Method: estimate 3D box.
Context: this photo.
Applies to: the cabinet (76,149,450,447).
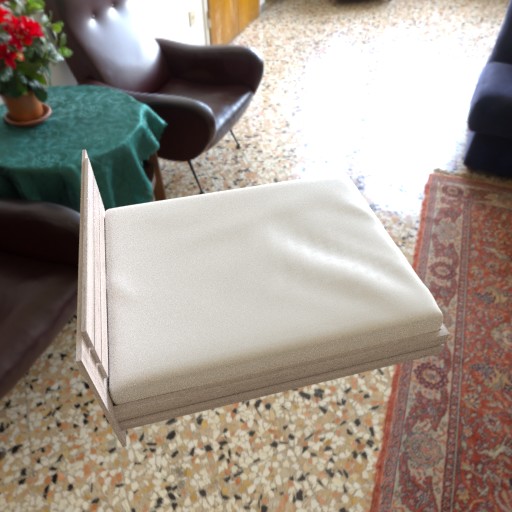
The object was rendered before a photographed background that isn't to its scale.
[{"bbox_3d":[0.000,0.000,3.048,2.080,0.970,1.750,-10,46,-10],"label":"cabinet"}]
